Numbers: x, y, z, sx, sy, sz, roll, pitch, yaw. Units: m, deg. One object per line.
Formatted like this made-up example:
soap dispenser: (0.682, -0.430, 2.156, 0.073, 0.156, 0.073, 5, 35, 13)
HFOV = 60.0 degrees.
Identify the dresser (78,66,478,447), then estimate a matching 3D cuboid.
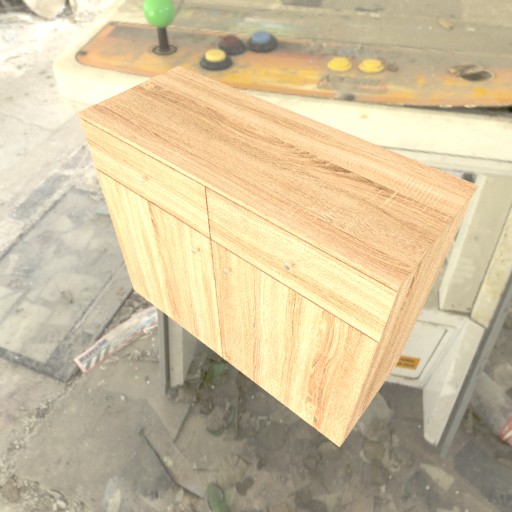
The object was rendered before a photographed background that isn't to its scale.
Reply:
dresser: (0.000, 0.000, 1.577, 1.100, 0.900, 0.450, 31, 54, 26)
